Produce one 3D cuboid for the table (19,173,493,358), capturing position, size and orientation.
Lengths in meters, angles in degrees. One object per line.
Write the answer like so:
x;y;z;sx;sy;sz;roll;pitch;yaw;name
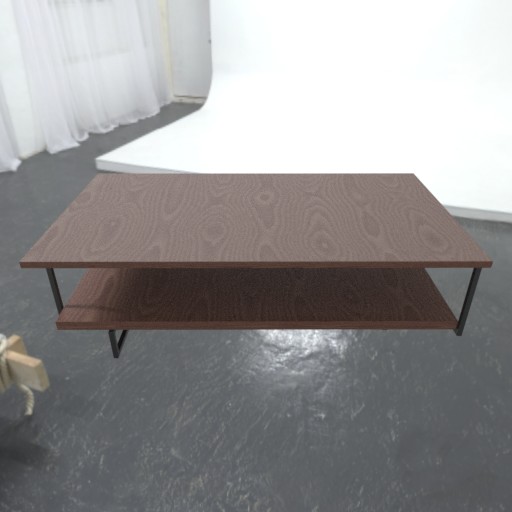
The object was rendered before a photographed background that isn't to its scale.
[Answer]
0.000;0.000;1.486;1.197;0.347;0.651;0;30;0;table
